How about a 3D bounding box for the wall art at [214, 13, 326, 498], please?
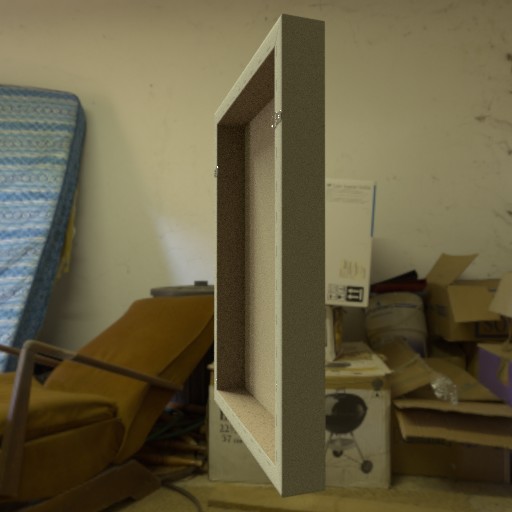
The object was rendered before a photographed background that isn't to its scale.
[{"bbox_3d":[0.000,0.000,0.474,0.039,0.381,0.252,0,-1,-17],"label":"wall art"}]
